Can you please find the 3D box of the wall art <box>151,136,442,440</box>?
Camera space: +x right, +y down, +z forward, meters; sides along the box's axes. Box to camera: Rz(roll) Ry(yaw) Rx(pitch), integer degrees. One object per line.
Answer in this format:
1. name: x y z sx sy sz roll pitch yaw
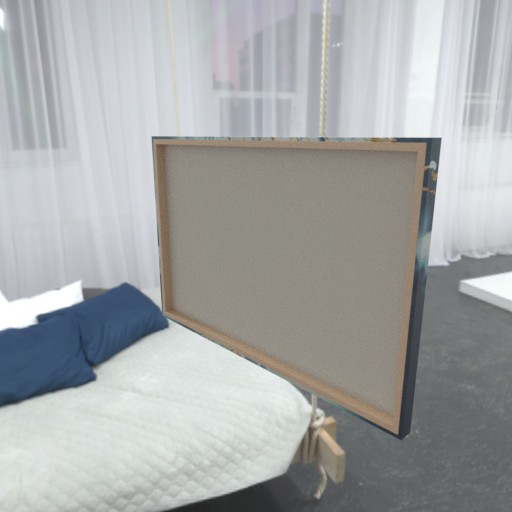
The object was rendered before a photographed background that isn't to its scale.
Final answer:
1. wall art: 0.000 0.000 1.171 0.038 0.608 0.912 -14 21 -42
